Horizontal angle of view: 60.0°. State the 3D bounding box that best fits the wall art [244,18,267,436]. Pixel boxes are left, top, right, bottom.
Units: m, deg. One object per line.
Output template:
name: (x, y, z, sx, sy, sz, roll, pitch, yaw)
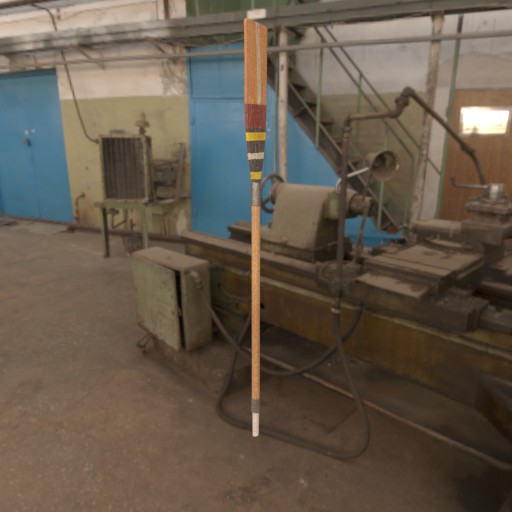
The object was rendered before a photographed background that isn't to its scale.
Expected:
wall art: (0.000, 0.000, 1.636, 0.038, 1.556, 0.146, 8, 18, 26)
